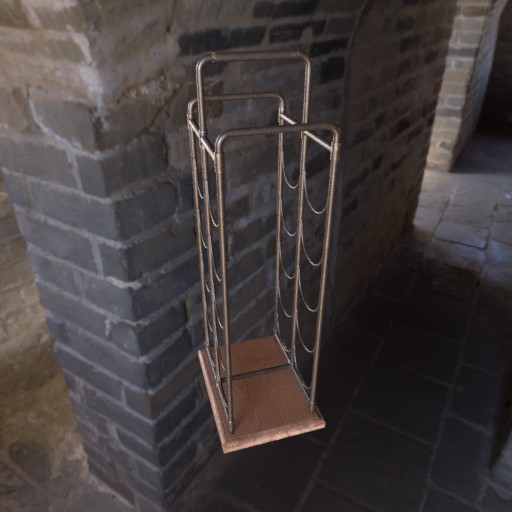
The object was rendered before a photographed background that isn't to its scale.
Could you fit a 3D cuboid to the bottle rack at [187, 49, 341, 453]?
[{"bbox_3d":[0.000,0.000,0.806,0.208,0.680,0.276,-9,32,-14],"label":"bottle rack"}]
